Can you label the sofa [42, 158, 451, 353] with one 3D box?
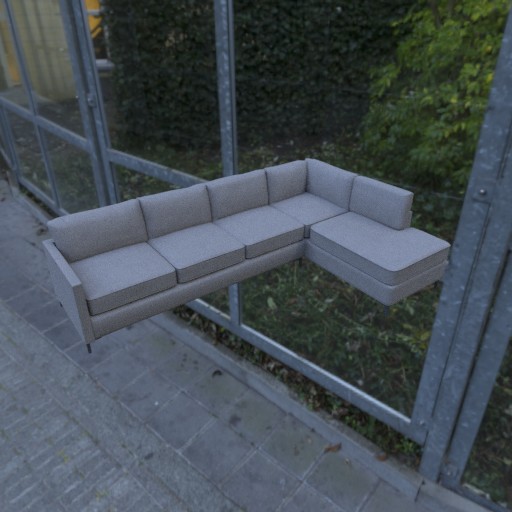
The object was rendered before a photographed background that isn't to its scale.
[{"bbox_3d":[0.000,0.000,4.288,3.331,0.964,2.077,-20,35,-31],"label":"sofa"}]
